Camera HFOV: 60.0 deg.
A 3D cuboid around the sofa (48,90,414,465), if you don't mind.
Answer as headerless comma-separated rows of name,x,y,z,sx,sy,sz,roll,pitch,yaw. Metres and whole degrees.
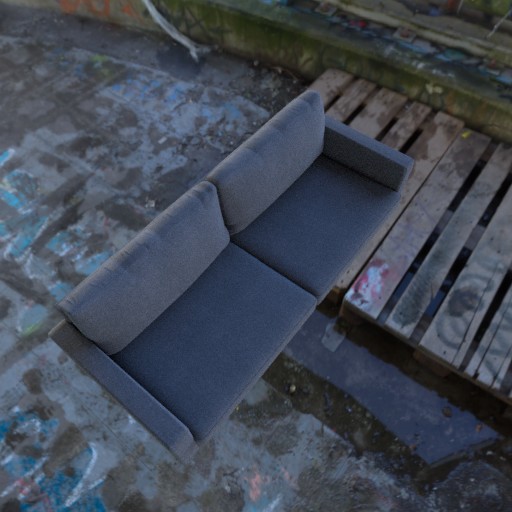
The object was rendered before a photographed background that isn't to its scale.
sofa,0.000,0.000,2.536,0.880,0.880,2.100,34,63,20
